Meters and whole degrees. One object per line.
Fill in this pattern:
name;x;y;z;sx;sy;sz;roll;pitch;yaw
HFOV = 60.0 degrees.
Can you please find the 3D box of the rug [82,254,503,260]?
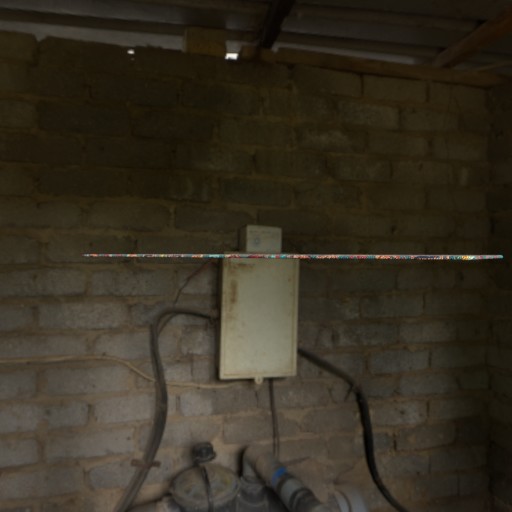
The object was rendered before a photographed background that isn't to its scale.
rug;0.000;0.000;2.415;2.286;0.013;0.686;0;1;37
